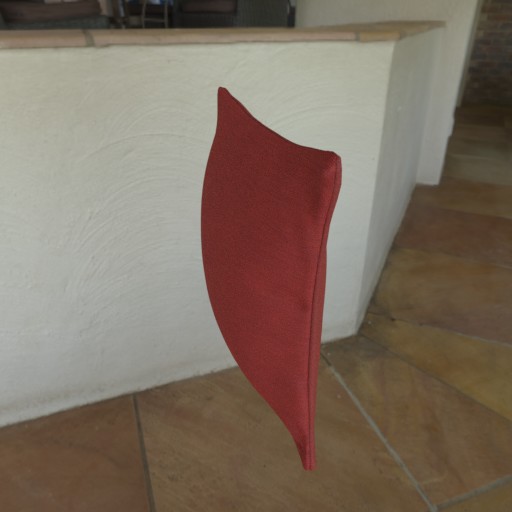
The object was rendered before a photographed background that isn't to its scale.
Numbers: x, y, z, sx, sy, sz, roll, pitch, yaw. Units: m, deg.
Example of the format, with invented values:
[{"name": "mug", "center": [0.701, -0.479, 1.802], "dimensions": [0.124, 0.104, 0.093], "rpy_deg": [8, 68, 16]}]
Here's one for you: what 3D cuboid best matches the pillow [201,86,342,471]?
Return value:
[{"name": "pillow", "center": [0.000, 0.000, 0.650], "dimensions": [0.151, 0.416, 0.435], "rpy_deg": [-8, 30, -15]}]
